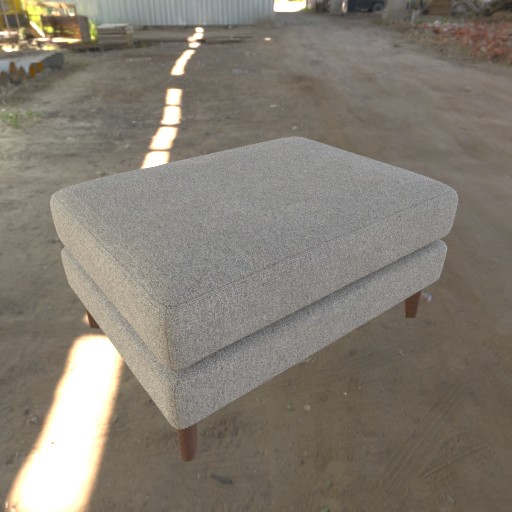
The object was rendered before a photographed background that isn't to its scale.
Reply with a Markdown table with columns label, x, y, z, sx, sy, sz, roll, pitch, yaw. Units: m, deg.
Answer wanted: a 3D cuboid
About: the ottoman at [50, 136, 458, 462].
| label | x | y | z | sx | sy | sz | roll | pitch | yaw |
| --- | --- | --- | --- | --- | --- | --- | --- | --- | --- |
| ottoman | 0.000 | 0.000 | 1.159 | 0.821 | 0.441 | 0.611 | -22 | 37 | -32 |
